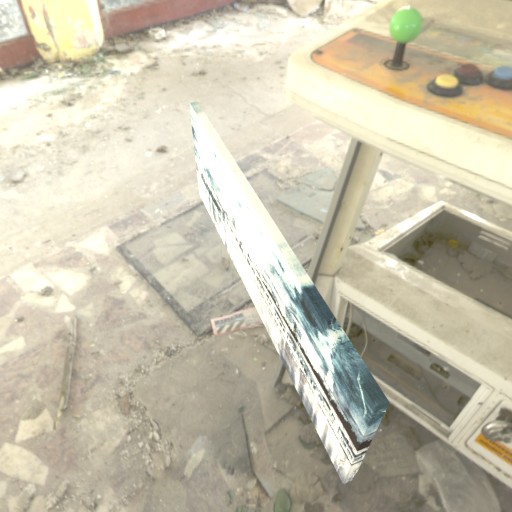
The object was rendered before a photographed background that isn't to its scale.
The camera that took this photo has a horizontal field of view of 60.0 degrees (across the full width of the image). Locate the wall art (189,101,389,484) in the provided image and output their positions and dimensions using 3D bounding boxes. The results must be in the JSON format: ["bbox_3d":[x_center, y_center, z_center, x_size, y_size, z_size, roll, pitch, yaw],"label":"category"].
[{"bbox_3d":[0.000,0.000,1.655,0.037,0.509,1.524,-16,48,-15],"label":"wall art"}]
